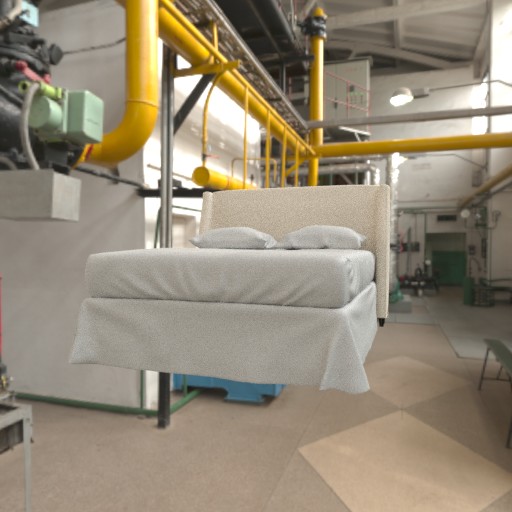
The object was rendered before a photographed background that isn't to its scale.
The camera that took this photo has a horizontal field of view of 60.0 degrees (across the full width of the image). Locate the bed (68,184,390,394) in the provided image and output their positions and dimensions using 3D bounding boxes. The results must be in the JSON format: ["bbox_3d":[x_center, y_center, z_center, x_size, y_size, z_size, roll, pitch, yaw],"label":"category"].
[{"bbox_3d":[0.000,0.000,3.487,1.925,1.332,2.276,1,2,19],"label":"bed"}]
